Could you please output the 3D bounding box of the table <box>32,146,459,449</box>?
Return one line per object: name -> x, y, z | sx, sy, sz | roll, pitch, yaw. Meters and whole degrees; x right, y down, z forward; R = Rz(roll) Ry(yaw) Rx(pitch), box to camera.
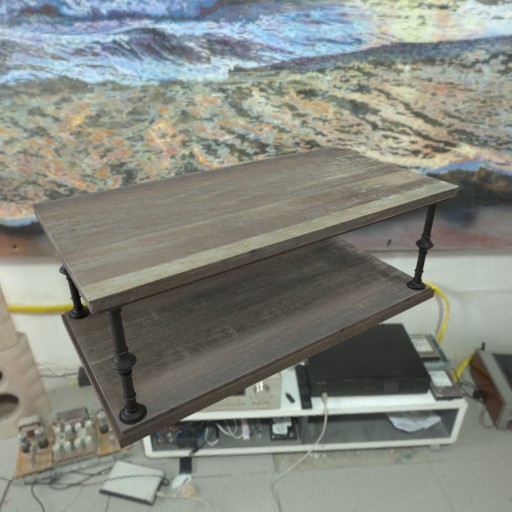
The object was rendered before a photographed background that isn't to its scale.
table -> 0.000, 0.000, 1.358 | 1.088, 0.399, 0.554 | -18, 33, -29
